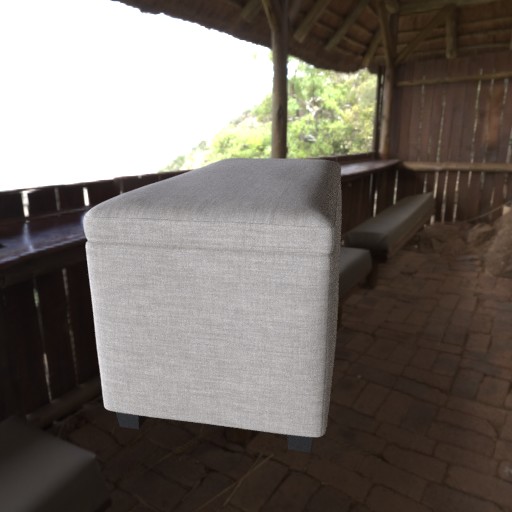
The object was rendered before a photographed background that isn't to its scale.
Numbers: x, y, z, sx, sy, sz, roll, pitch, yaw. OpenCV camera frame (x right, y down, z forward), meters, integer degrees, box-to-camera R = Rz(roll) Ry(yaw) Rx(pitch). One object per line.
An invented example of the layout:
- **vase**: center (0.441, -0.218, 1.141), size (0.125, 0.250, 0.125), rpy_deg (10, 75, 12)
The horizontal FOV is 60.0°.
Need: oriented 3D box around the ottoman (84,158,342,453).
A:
- **ottoman**: center (0.000, 0.000, 1.125), size (0.419, 0.432, 0.902), rpy_deg (3, 18, 10)
